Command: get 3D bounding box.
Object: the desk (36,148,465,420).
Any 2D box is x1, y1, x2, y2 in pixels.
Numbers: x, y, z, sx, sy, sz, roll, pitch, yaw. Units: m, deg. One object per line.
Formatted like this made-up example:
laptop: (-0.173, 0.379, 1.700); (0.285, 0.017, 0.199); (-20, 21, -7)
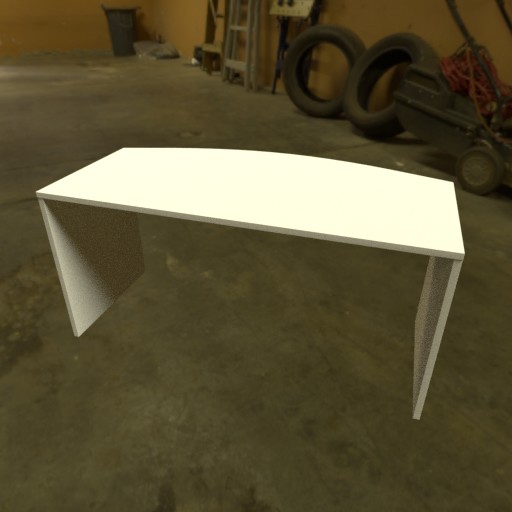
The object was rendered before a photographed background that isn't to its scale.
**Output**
desk: (0.000, 0.000, 2.083); (1.600, 0.750, 0.802); (9, 31, 16)
